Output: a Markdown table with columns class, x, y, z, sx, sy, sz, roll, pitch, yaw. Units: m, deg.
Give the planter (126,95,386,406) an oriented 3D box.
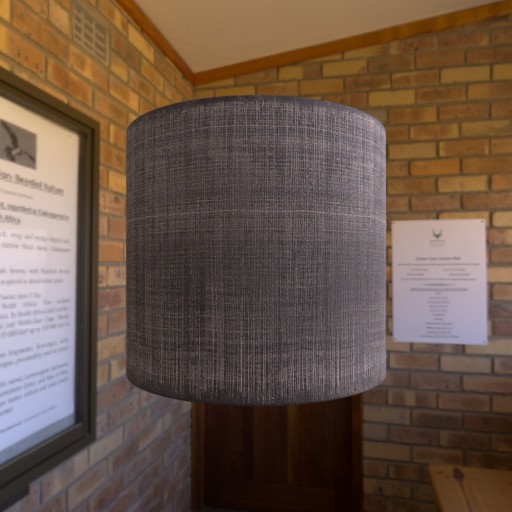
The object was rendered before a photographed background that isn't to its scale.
| class | x | y | z | sx | sy | sz | roll | pitch | yaw |
| --- | --- | --- | --- | --- | --- | --- | --- | --- | --- |
| planter | 0.000 | 0.000 | 0.391 | 0.221 | 0.201 | 0.221 | 0 | -2 | 0 |
